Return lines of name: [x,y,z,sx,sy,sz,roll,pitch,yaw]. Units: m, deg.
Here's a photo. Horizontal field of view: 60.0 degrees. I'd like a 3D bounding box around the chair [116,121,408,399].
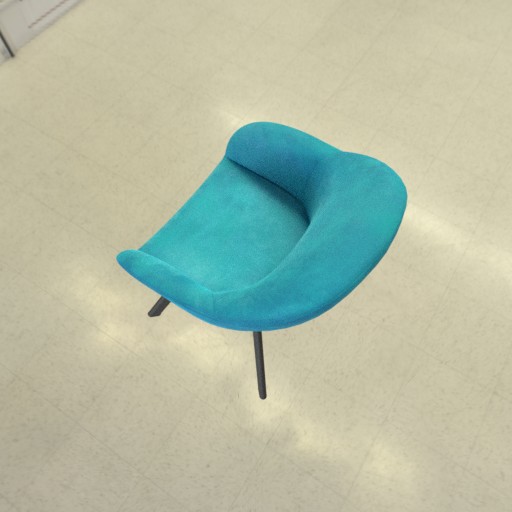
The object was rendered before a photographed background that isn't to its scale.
chair: [0.000,0.000,1.208,0.590,0.795,0.550,32,68,15]
